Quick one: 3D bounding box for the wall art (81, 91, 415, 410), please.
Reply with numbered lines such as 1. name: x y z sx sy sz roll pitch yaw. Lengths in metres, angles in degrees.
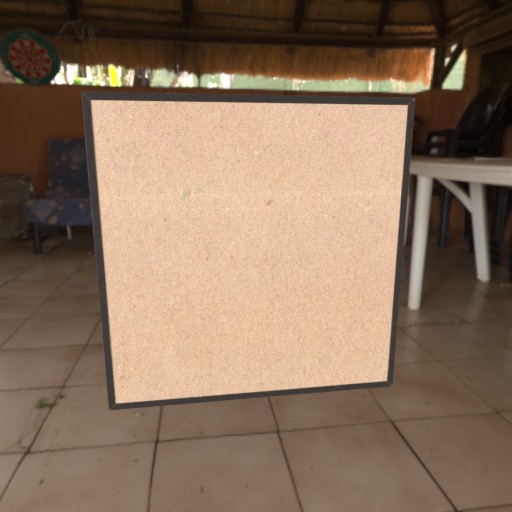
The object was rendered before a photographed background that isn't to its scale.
1. wall art: 0.000 0.000 0.745 0.508 0.508 0.038 -2 14 -9
